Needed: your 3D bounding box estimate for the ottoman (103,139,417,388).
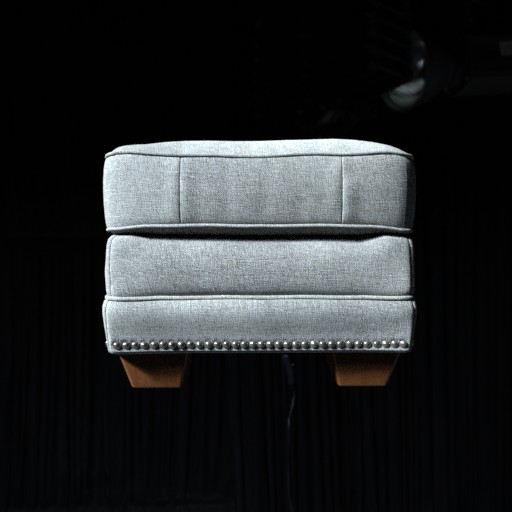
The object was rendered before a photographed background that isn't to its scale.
[{"bbox_3d":[0.000,0.000,1.137,0.561,0.457,0.813,0,1,-1],"label":"ottoman"}]
